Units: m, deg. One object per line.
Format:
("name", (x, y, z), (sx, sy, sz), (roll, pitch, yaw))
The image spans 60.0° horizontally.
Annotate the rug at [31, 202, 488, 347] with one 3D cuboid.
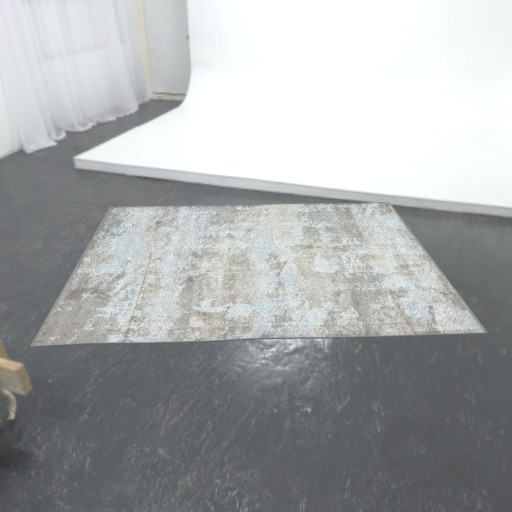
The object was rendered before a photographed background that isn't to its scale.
("rug", (0.000, 0.000, 4.223), (3.307, 0.013, 2.393), (-1, 31, -2))
